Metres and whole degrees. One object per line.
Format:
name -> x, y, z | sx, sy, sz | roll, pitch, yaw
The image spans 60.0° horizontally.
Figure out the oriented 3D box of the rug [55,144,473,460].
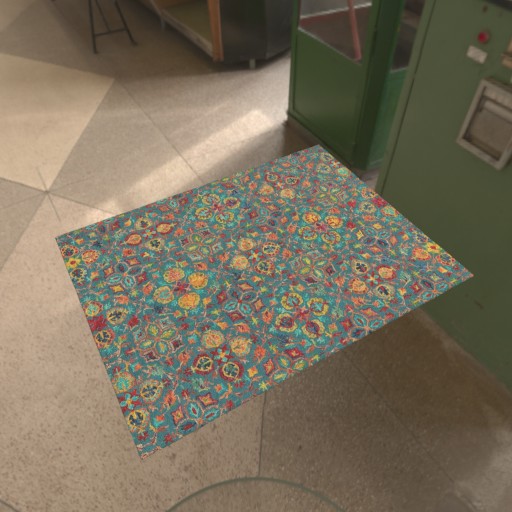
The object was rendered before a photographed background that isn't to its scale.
rug -> 0.000, 0.000, 4.225 | 3.204, 0.025, 2.434 | -23, 52, -20
